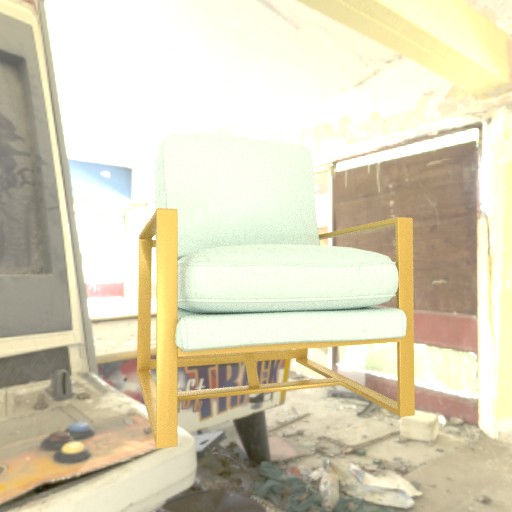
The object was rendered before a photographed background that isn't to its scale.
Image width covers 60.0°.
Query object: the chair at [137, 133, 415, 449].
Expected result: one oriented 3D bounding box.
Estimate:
[{"bbox_3d":[0.000,0.000,1.554,0.758,0.956,0.813,0,-1,-18],"label":"chair"}]
